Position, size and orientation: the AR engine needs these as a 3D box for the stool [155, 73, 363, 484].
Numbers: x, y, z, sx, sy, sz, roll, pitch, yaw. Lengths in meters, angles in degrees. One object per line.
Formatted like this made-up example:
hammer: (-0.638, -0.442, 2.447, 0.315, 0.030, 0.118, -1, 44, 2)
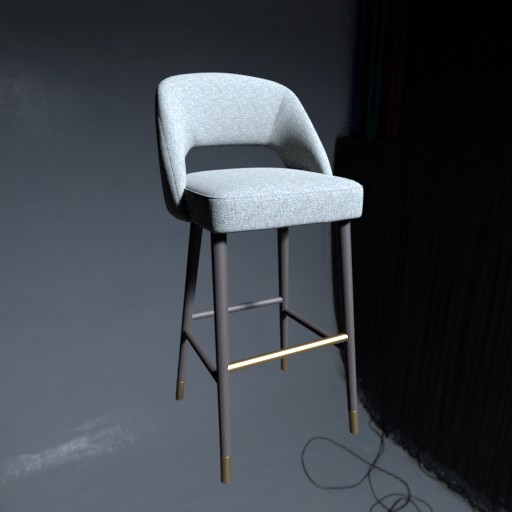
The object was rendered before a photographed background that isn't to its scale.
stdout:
stool: (0.000, 0.000, 1.364, 0.536, 1.089, 0.524, -8, 18, -26)
